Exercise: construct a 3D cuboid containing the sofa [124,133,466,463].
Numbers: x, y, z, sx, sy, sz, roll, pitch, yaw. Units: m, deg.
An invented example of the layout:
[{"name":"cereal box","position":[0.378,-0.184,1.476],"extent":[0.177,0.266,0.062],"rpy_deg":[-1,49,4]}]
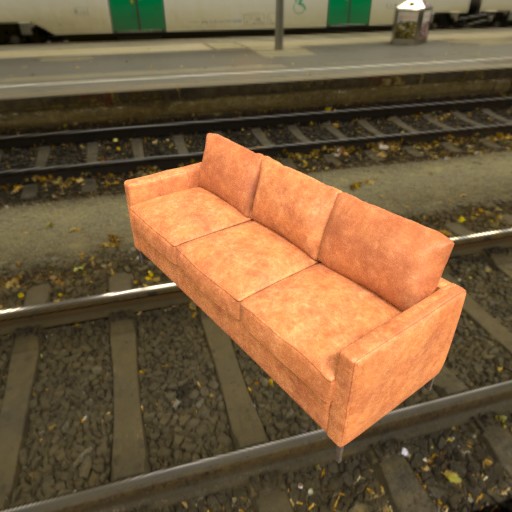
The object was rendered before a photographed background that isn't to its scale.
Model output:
[{"name":"sofa","position":[0.000,0.000,2.458],"extent":[0.748,0.863,2.029],"rpy_deg":[-22,38,-31]}]
